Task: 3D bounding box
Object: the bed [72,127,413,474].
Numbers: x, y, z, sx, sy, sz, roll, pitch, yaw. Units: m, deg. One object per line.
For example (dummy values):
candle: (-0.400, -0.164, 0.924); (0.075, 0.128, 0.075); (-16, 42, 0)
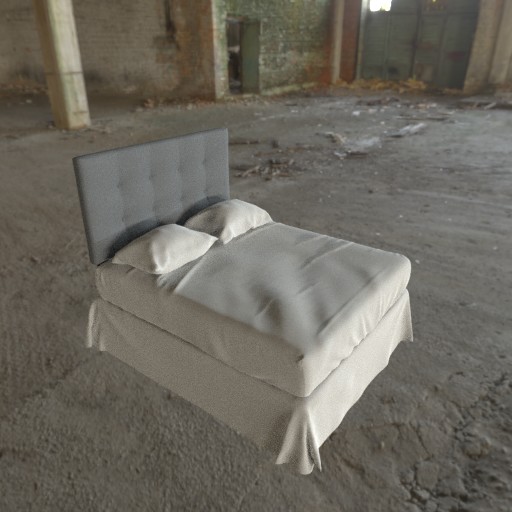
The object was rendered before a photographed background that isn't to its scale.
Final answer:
bed: (0.000, 0.000, 3.491); (2.222, 1.577, 1.936); (18, 31, 33)
